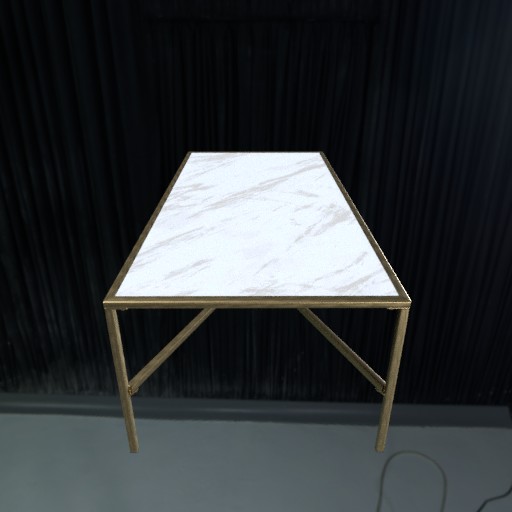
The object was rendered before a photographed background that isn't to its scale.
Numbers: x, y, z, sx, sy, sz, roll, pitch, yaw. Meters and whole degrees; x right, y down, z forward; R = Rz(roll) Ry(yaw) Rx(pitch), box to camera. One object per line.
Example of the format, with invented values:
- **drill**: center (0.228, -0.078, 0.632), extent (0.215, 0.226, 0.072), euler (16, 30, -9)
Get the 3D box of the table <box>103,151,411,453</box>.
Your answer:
- **table**: center (0.000, 0.000, 1.451), extent (0.577, 0.405, 1.197), euler (0, 26, 0)
